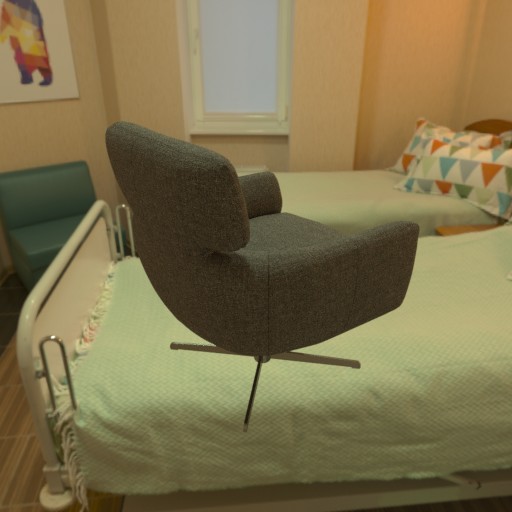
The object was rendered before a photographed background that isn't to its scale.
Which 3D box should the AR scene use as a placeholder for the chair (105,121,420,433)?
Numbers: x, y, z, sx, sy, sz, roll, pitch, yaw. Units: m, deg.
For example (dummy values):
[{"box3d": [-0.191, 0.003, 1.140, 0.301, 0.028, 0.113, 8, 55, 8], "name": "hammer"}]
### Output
[{"box3d": [0.000, 0.000, 1.364, 0.715, 0.812, 0.706, -17, 31, -32], "name": "chair"}]
